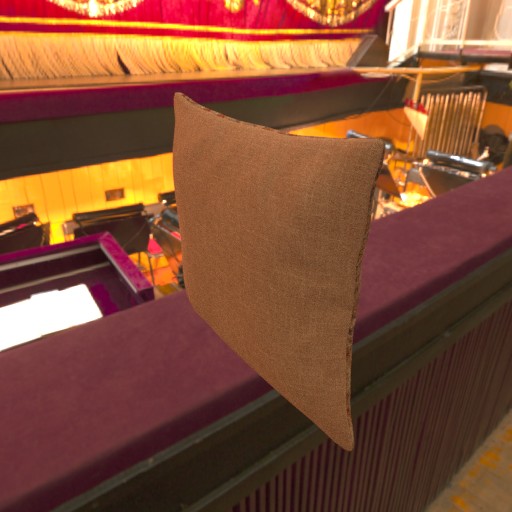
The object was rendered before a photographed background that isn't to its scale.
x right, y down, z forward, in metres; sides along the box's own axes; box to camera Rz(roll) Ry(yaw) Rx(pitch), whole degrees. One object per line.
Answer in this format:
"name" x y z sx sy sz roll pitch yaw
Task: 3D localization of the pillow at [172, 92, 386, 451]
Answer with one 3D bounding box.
"pillow" 0.000 0.000 0.795 0.166 0.506 0.523 -18 32 -31
